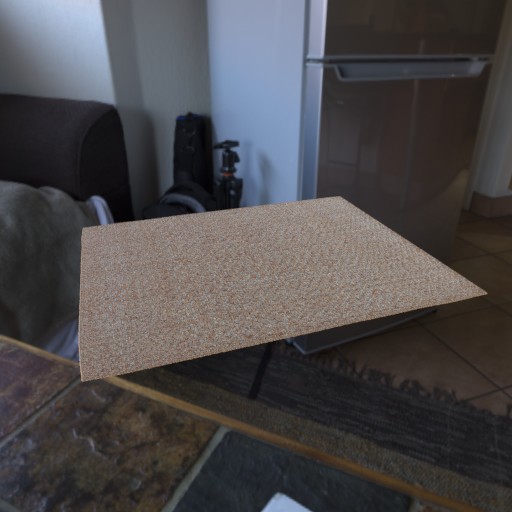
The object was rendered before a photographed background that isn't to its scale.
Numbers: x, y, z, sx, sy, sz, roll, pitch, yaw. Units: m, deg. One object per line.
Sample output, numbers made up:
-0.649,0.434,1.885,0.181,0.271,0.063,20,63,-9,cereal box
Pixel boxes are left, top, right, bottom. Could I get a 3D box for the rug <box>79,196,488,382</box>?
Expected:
0.000,0.000,4.064,3.048,0.013,2.439,-9,28,-17,rug
